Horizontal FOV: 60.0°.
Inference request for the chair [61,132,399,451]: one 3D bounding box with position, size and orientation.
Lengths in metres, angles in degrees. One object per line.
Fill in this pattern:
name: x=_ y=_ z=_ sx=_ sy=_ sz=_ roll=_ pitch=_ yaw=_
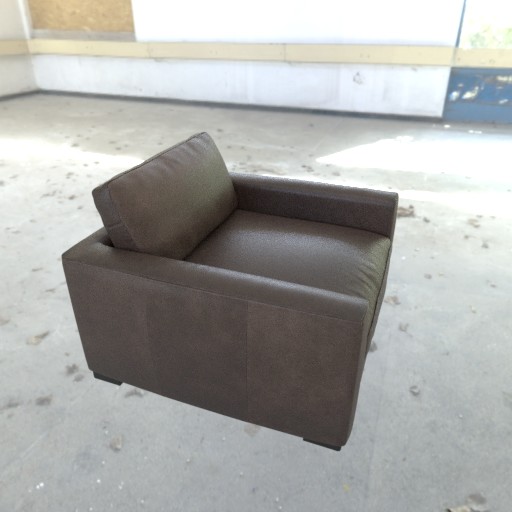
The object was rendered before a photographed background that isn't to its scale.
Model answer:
chair: x=0.000 y=0.000 z=1.858 sx=1.069 sy=0.812 sz=1.100 roll=10 pitch=31 yaw=18
